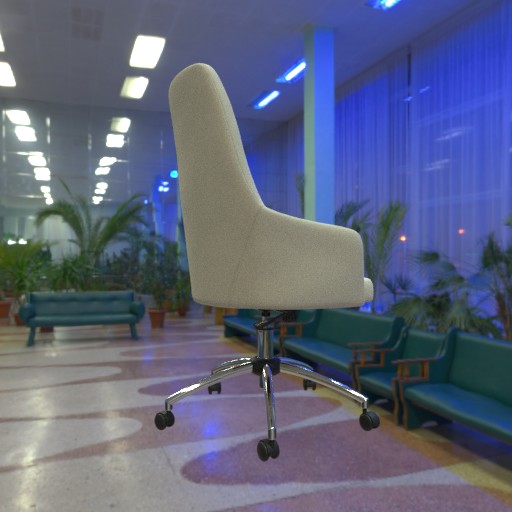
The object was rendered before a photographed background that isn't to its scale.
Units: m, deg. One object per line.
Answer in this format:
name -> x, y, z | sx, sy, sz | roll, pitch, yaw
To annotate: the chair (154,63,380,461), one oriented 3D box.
chair -> 0.000, 0.000, 1.430 | 0.640, 1.049, 0.620 | 0, 0, -20
